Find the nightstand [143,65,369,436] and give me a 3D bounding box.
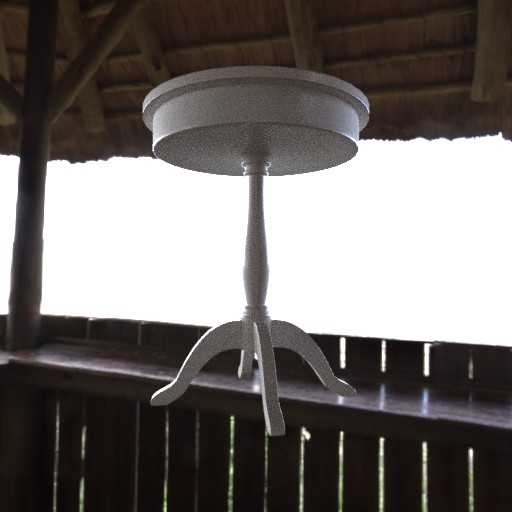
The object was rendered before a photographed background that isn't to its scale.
[{"bbox_3d":[0.000,0.000,1.023,0.513,0.653,0.513,0,-2,0],"label":"nightstand"}]
